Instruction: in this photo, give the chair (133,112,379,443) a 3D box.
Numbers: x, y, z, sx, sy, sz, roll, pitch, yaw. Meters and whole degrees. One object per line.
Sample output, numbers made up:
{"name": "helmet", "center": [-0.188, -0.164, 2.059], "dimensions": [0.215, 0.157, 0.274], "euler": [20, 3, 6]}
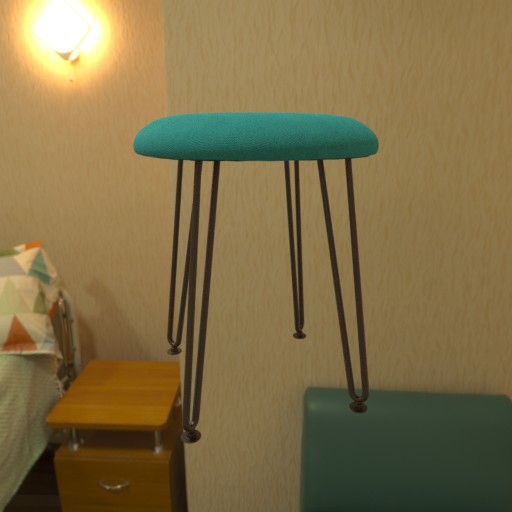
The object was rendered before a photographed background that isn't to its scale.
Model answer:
{"name": "chair", "center": [0.000, 0.000, 0.700], "dimensions": [0.350, 0.430, 0.350], "euler": [-8, 18, -26]}
